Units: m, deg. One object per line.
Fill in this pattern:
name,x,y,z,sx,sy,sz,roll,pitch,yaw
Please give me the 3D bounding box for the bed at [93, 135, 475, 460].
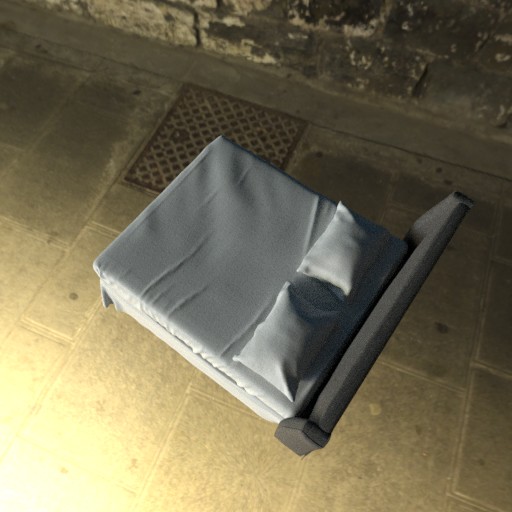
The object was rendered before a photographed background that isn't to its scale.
bed,0.000,0.000,3.484,2.276,1.332,1.925,33,68,15
